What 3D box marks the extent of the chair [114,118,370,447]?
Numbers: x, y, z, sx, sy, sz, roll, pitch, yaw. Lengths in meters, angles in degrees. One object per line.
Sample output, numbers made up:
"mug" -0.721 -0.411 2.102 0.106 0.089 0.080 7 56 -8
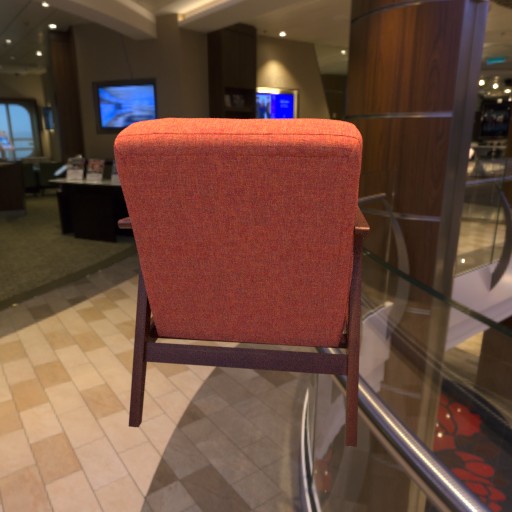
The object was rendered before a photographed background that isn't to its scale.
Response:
"chair" 0.000 0.000 1.524 0.719 0.890 0.860 2 16 7
